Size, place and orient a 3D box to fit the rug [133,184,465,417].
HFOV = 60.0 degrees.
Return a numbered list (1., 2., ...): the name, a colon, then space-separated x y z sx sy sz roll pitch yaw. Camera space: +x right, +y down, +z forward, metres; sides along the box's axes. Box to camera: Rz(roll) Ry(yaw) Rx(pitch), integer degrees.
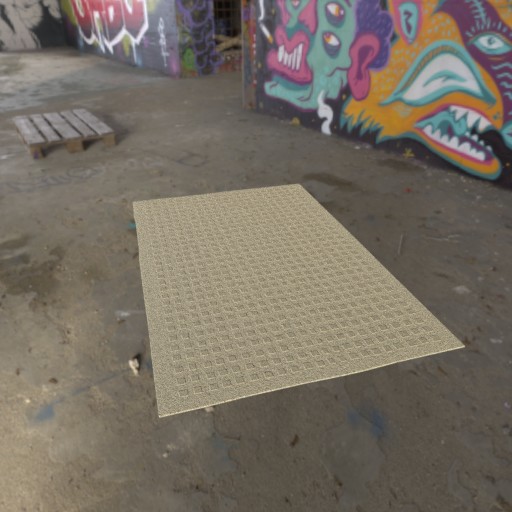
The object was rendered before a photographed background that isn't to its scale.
1. rug: 0.000 0.000 2.255 1.143 0.006 1.747 -8 32 -14
